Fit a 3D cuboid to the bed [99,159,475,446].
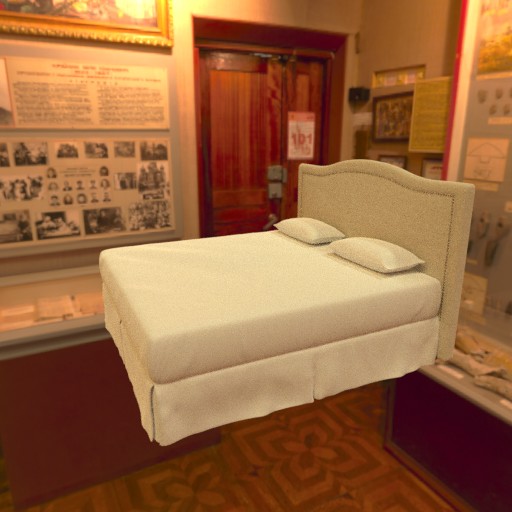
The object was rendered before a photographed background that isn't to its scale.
[{"bbox_3d":[0.000,0.000,3.476,2.182,1.421,2.083,-8,17,-25],"label":"bed"}]
